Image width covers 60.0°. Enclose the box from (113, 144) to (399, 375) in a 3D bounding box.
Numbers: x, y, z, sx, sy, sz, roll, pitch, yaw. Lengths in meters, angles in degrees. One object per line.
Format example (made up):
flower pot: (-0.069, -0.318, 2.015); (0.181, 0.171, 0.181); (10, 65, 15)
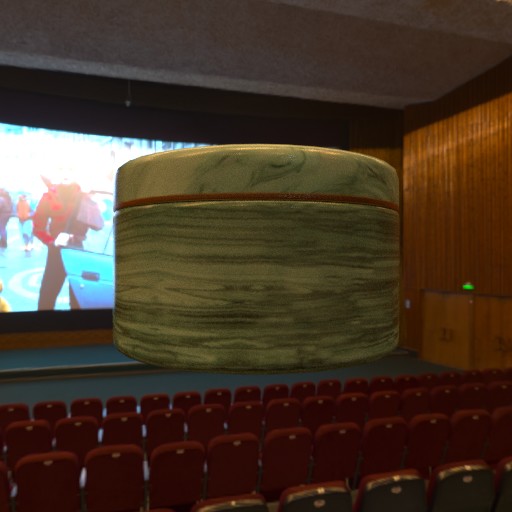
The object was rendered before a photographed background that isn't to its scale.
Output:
box: (0.000, 0.000, 0.165); (0.101, 0.063, 0.101); (0, 0, 0)
